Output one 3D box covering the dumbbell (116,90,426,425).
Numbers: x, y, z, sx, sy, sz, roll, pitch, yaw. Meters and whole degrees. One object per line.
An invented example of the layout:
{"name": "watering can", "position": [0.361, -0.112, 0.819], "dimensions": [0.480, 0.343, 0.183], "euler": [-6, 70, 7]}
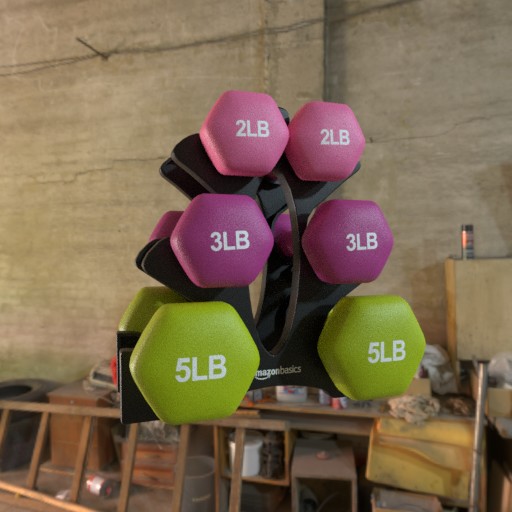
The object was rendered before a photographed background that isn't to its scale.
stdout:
{"name": "dumbbell", "position": [0.000, 0.000, 0.430], "dimensions": [0.257, 0.261, 0.203], "euler": [0, 1, -19]}
